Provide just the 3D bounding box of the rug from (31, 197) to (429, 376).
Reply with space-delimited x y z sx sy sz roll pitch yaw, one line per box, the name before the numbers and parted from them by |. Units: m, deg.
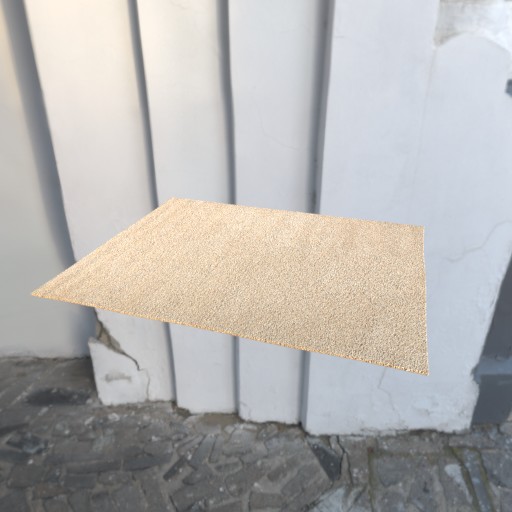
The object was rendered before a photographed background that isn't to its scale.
rug | 0.000 0.000 4.139 3.000 0.026 2.400 8 28 16
